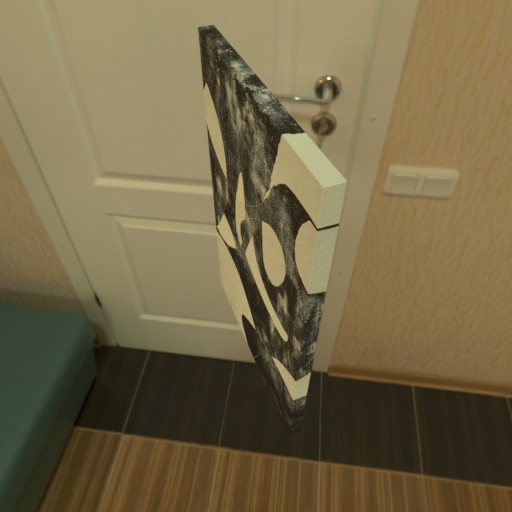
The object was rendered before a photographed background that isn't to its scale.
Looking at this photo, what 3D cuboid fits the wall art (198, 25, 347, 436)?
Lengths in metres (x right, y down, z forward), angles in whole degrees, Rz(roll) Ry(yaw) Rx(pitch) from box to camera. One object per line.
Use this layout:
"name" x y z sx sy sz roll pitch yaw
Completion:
"wall art" 0.000 0.000 1.143 0.041 0.915 0.610 -16 50 -14
